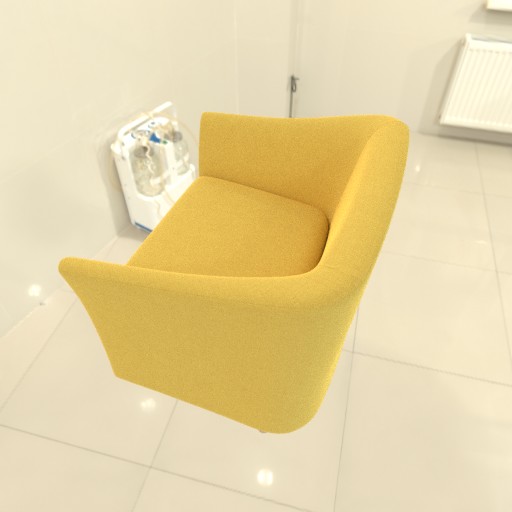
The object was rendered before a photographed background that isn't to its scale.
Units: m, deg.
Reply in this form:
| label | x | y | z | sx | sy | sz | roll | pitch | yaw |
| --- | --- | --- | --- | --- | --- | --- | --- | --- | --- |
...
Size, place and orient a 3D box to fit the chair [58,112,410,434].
| label | x | y | z | sx | sy | sz | roll | pitch | yaw |
| --- | --- | --- | --- | --- | --- | --- | --- | --- | --- |
| chair | 0.000 | 0.000 | 1.336 | 0.700 | 0.720 | 0.790 | 16 | 48 | 15 |
